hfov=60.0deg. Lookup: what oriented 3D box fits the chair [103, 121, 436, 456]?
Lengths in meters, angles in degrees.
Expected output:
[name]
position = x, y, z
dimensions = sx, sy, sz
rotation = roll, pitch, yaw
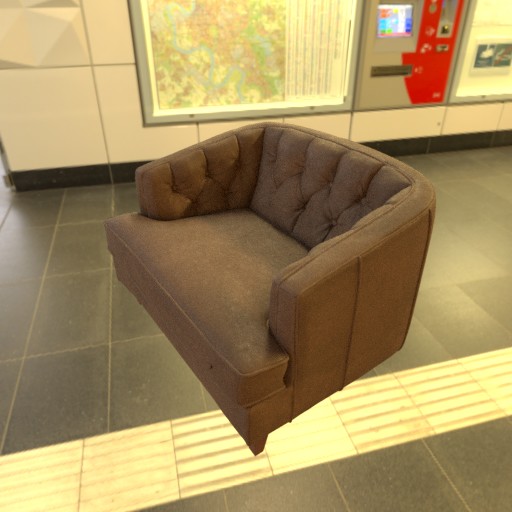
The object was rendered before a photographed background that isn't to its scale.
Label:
[chair]
position = 0.000, 0.000, 1.742
dimensions = 0.914, 0.787, 1.118
rotation = -20, 36, -29
